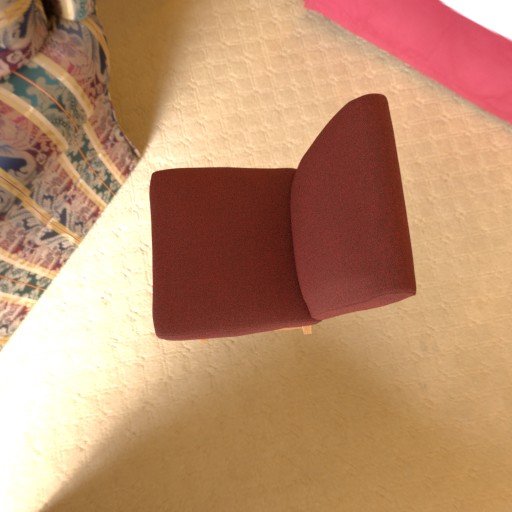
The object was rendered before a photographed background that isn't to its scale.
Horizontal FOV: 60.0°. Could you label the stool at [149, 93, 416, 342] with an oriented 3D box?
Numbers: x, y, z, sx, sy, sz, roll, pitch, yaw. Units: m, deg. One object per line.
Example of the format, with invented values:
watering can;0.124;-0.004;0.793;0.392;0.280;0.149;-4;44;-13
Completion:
stool;0.000;0.000;1.315;0.562;1.038;0.468;-4;78;-1
